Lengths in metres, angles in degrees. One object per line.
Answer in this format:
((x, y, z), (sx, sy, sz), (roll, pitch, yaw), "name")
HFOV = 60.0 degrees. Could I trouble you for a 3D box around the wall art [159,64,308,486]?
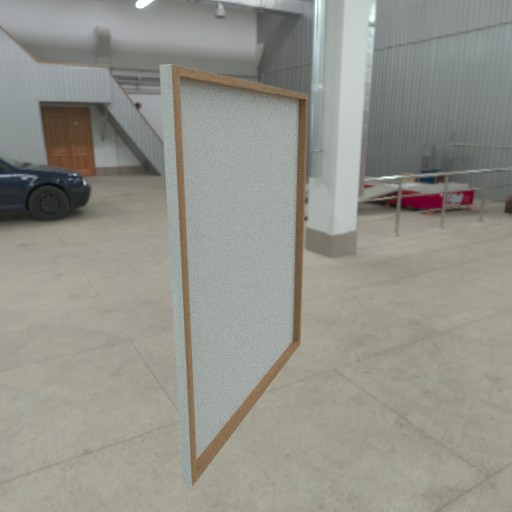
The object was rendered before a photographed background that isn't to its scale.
((0.000, 0.000, 0.977), (0.021, 0.710, 0.609), (7, 17, 23), "wall art")
